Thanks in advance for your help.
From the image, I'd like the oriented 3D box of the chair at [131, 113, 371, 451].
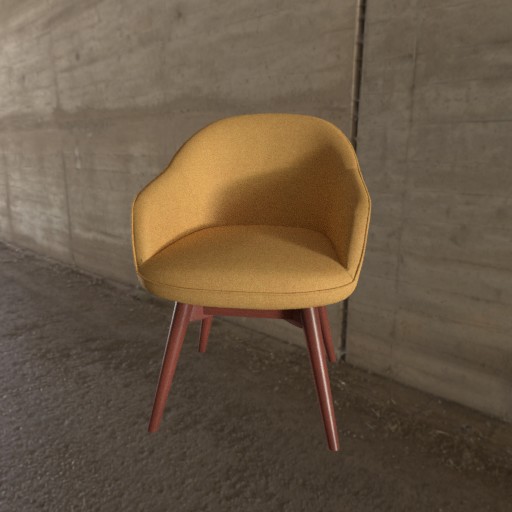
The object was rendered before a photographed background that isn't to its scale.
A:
[{"bbox_3d":[0.000,0.000,1.269,0.596,0.823,0.635,2,14,9],"label":"chair"}]
